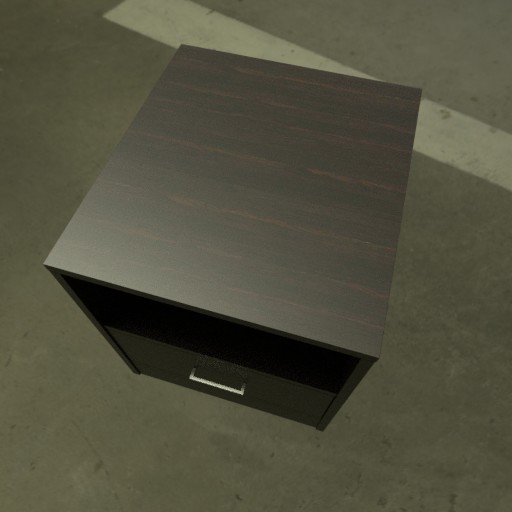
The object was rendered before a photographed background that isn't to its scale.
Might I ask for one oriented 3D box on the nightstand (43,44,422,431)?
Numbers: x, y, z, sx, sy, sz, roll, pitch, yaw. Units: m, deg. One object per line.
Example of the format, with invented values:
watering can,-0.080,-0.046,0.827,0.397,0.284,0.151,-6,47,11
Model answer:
nightstand,0.000,0.000,0.799,0.400,0.460,0.461,14,60,8
